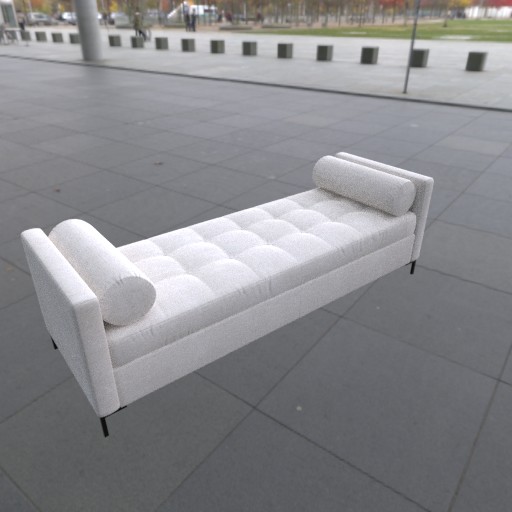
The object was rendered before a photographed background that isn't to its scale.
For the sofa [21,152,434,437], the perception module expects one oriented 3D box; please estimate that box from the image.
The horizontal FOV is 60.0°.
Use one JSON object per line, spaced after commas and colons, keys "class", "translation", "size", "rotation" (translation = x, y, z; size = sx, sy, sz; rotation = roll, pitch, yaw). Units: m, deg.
{"class": "sofa", "translation": [0.000, 0.000, 2.290], "size": [1.981, 0.635, 0.686], "rotation": [-21, 35, -33]}
